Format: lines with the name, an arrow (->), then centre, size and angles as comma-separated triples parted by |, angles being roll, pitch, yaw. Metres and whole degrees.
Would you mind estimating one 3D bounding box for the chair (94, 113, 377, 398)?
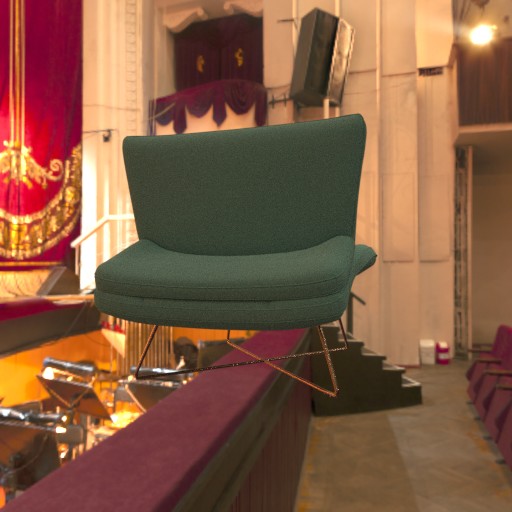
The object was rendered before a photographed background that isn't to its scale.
chair -> 0.000, 0.000, 1.684 | 0.859, 0.855, 1.008 | 0, -1, 17
